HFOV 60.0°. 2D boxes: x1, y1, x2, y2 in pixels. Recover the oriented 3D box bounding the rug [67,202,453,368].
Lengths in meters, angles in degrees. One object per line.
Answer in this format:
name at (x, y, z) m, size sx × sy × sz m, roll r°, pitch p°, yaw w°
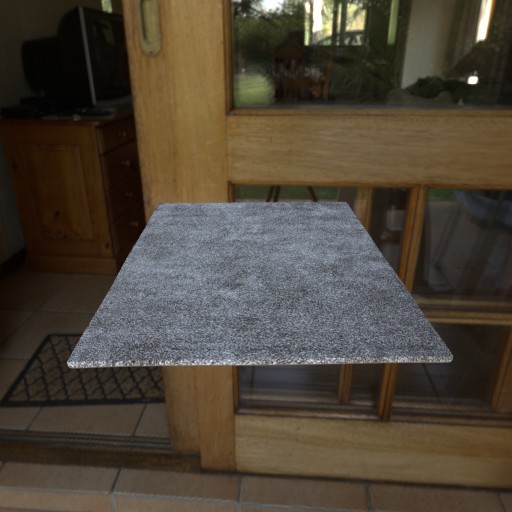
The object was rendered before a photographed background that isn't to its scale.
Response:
rug at (0.000, 0.000, 2.101) m, size 1.198 × 0.025 × 1.601 m, roll -1°, pitch 24°, yaw -1°
